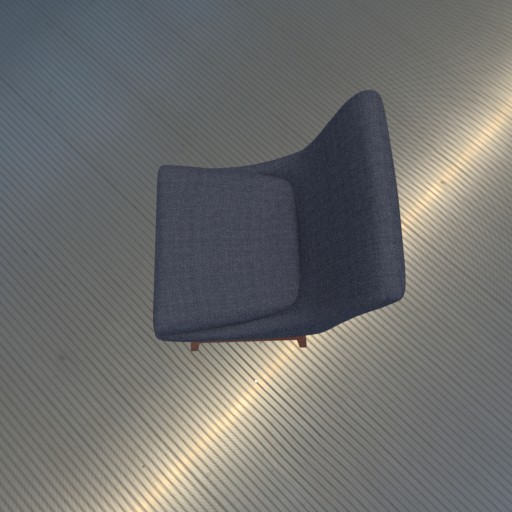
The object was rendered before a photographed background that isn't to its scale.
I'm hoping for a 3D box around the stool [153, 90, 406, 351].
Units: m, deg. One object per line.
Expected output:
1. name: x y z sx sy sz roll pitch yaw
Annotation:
1. stool: 0.000 0.000 1.227 0.524 0.895 0.467 -2 74 0
